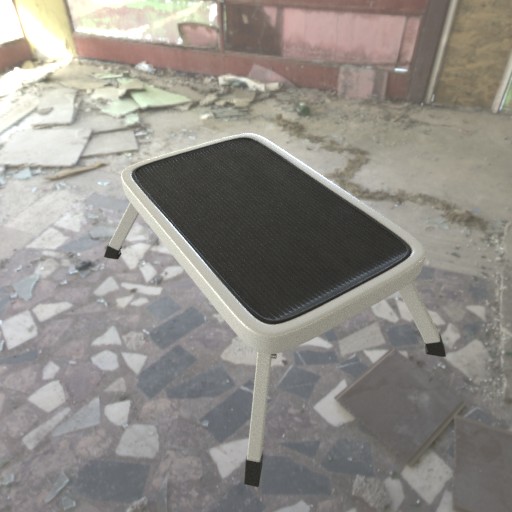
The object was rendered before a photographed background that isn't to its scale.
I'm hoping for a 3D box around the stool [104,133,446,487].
[{"bbox_3d":[0.000,0.000,0.617,0.320,0.170,0.460,-23,46,-25],"label":"stool"}]
